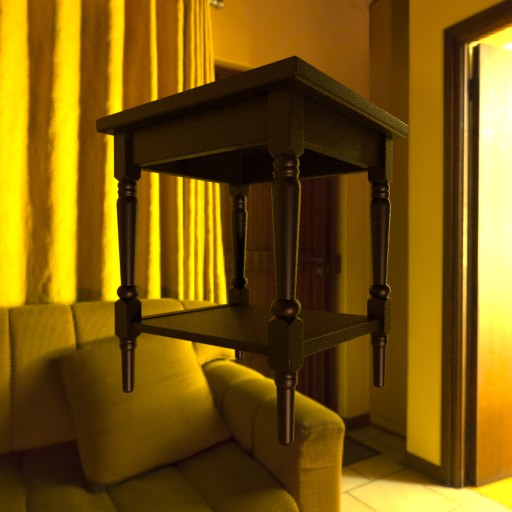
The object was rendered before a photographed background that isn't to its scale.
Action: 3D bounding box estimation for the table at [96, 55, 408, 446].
[{"bbox_3d":[0.000,0.000,0.935,0.488,0.565,0.442,1,1,38],"label":"table"}]
